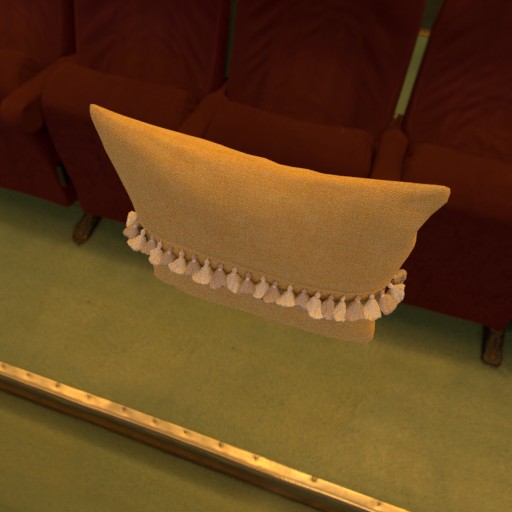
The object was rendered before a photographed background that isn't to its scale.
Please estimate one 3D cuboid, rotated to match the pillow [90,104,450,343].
[{"bbox_3d":[0.000,0.000,0.739,0.485,0.481,0.167,16,60,9],"label":"pillow"}]
